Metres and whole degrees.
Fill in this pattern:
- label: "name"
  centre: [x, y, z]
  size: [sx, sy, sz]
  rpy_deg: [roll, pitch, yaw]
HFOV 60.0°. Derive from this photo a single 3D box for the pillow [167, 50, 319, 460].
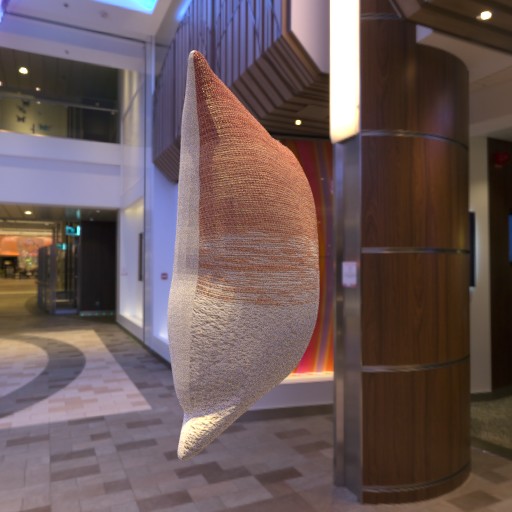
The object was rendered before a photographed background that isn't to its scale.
- label: "pillow"
  centre: [0.000, 0.000, 0.671]
  size: [0.182, 0.441, 0.440]
  rpy_deg: [0, -1, 19]
